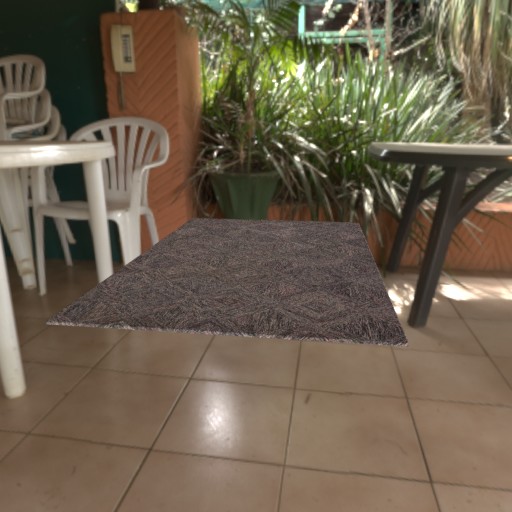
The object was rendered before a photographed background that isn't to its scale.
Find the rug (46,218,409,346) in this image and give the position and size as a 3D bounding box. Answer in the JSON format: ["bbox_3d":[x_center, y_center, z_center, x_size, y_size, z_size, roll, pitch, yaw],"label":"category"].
[{"bbox_3d":[0.000,0.000,2.888,1.501,0.017,2.298,2,16,8],"label":"rug"}]
